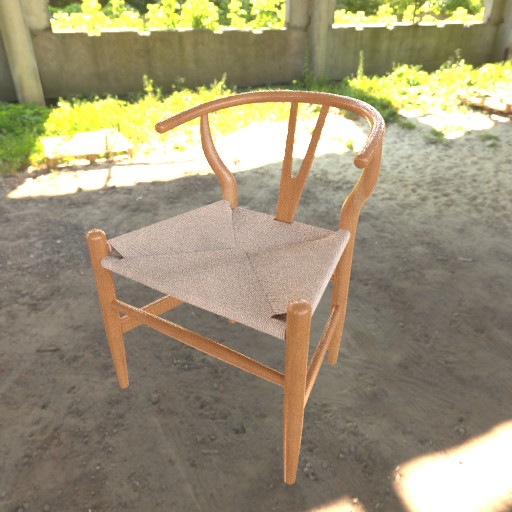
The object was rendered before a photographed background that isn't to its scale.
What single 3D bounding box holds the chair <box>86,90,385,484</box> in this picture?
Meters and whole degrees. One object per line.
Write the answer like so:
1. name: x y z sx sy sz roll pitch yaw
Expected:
1. chair: 0.000 0.000 1.133 0.569 0.730 0.579 17 33 29
